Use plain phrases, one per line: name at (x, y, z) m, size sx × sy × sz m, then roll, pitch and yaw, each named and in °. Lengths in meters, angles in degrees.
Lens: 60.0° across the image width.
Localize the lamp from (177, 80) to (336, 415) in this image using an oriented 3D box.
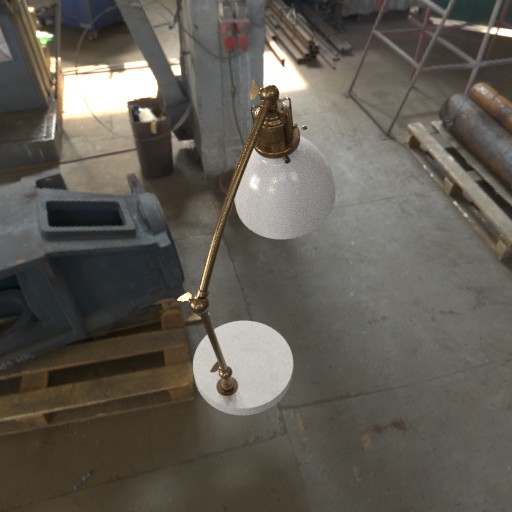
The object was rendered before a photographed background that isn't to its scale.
lamp at (0.000, 0.000, 0.683) m, size 0.186 × 0.522 × 0.317 m, roll 22°, pitch 49°, yaw 21°
